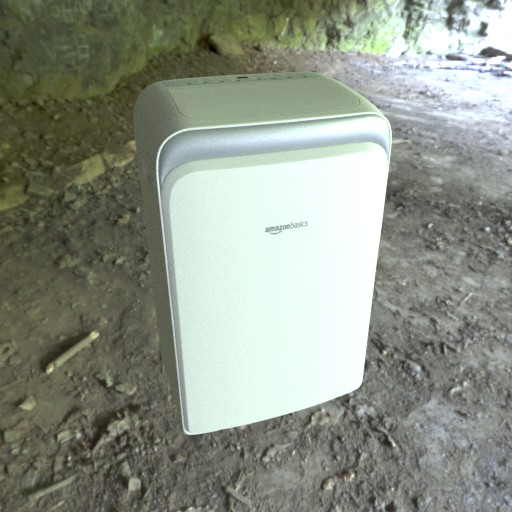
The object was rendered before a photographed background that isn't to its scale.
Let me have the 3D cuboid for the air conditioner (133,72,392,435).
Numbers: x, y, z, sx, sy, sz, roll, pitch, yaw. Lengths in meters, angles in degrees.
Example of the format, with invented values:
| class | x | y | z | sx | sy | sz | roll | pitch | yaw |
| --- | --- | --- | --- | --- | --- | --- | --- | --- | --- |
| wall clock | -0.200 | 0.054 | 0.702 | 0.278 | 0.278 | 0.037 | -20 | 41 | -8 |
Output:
| class | x | y | z | sx | sy | sz | roll | pitch | yaw |
| --- | --- | --- | --- | --- | --- | --- | --- | --- | --- |
| air conditioner | 0.000 | 0.000 | 0.960 | 0.454 | 0.700 | 0.365 | -10 | 33 | -15 |
